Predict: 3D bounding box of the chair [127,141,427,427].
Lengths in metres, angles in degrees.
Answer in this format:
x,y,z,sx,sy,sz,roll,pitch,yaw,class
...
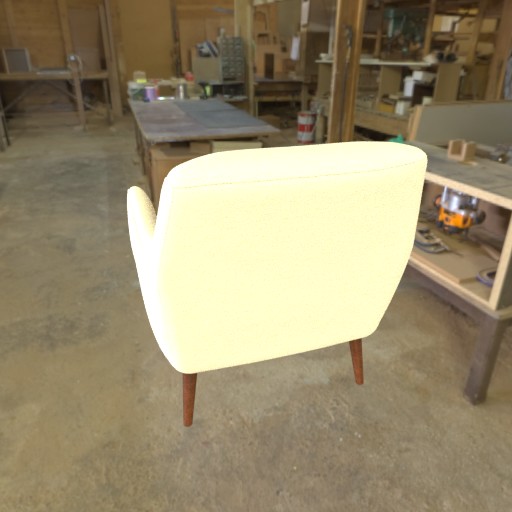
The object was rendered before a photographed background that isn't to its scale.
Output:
x,y,z,sx,sy,sz,roll,pitch,yaw,class
0.000,0.000,1.452,0.762,0.838,0.787,-8,27,-16,chair
